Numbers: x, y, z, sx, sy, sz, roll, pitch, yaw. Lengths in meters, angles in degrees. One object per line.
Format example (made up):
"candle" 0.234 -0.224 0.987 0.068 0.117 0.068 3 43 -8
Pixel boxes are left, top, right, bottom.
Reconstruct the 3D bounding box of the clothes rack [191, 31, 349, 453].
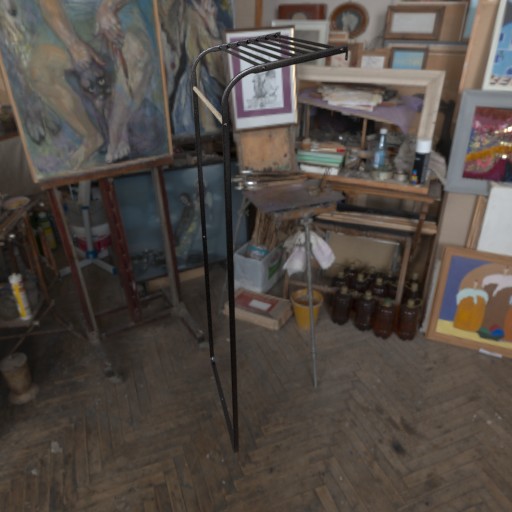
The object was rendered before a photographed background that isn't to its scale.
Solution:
"clothes rack" 0.000 0.000 1.778 0.349 1.574 0.609 -8 31 -13
